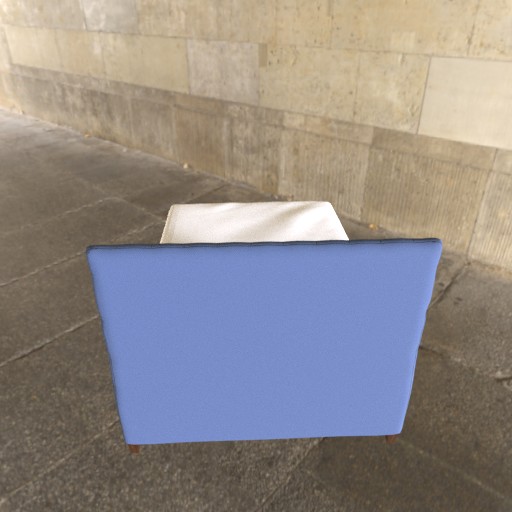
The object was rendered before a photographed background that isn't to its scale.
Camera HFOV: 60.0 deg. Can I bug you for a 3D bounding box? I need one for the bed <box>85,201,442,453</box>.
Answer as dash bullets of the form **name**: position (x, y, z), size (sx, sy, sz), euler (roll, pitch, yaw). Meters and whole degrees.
- **bed**: position (0.000, 0.000, 3.420), size (1.706, 1.427, 2.387), euler (-1, 30, -2)
